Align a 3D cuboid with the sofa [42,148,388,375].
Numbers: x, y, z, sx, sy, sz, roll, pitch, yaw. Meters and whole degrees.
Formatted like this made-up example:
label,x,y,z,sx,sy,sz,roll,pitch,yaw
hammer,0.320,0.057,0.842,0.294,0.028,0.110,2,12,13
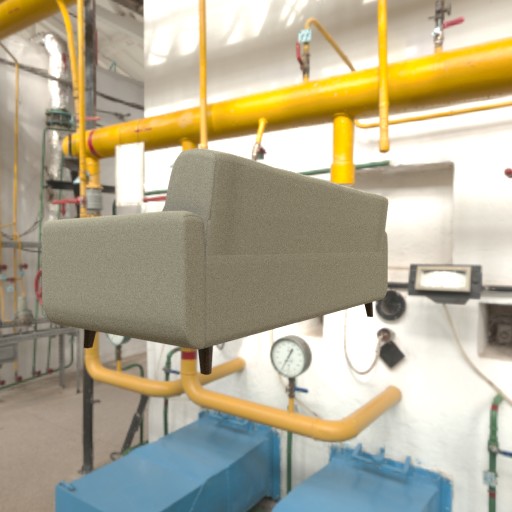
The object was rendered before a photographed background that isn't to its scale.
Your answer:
label,x,y,z,sx,sy,sz,roll,pitch,yaw
sofa,0.000,0.000,2.664,0.980,0.892,2.137,1,1,35
